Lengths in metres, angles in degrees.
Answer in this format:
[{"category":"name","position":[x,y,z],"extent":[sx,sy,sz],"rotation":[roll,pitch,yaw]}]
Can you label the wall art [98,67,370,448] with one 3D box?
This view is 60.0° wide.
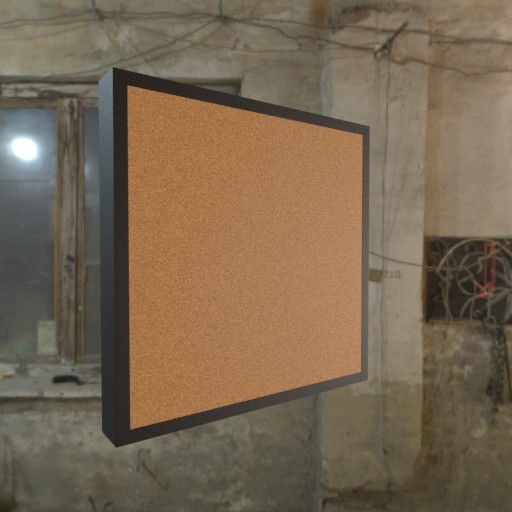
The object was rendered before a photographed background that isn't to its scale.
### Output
[{"category":"wall art","position":[0.000,0.000,0.457],"extent":[0.305,0.304,0.038],"rotation":[-1,2,-36]}]
